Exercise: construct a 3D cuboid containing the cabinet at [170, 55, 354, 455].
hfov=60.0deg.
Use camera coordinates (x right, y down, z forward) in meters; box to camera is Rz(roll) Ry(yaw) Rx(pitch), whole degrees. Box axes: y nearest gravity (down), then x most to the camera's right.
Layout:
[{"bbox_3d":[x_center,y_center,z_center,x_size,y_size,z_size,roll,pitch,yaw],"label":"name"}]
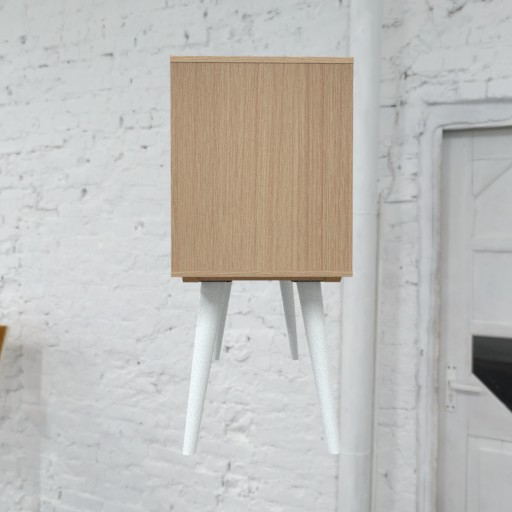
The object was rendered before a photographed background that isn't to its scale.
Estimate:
[{"bbox_3d":[0.000,0.000,1.642,0.470,1.016,1.057,0,1,-1],"label":"cabinet"}]
